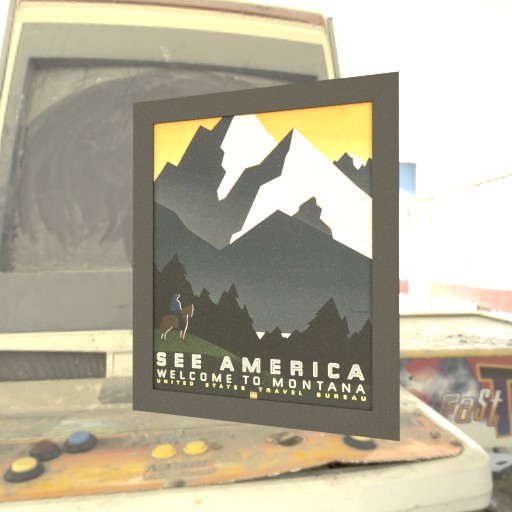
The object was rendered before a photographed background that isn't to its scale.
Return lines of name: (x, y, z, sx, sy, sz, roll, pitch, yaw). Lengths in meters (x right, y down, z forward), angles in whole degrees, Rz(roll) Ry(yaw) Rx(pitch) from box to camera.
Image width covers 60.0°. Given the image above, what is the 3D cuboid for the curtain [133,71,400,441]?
curtain: (0.000, 0.000, 0.785, 0.483, 0.585, 0.027, 0, 0, 17)
